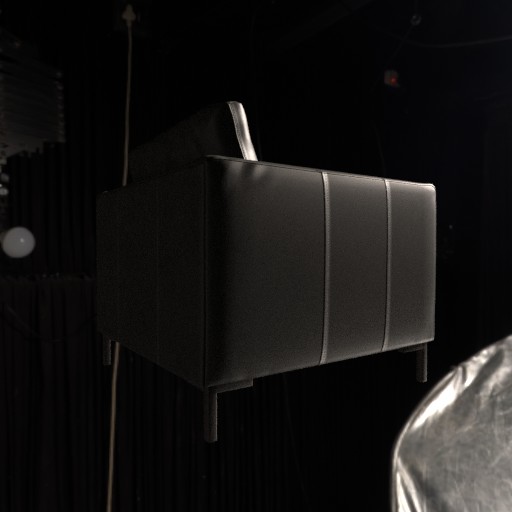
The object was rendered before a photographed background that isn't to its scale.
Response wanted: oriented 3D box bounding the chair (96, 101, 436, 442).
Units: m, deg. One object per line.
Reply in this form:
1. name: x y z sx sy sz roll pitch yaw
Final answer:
1. chair: 0.000 0.000 1.500 0.861 0.824 0.967 -1 1 -35
